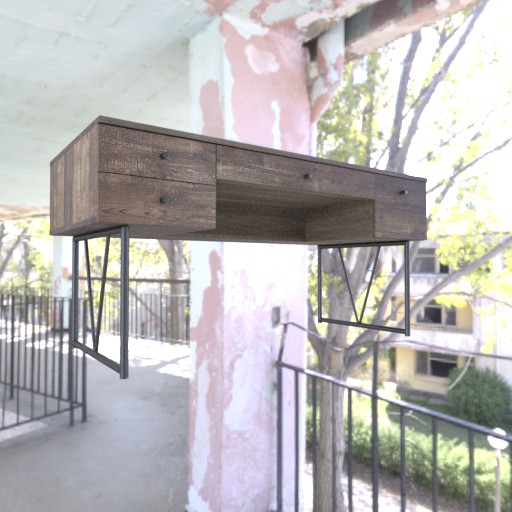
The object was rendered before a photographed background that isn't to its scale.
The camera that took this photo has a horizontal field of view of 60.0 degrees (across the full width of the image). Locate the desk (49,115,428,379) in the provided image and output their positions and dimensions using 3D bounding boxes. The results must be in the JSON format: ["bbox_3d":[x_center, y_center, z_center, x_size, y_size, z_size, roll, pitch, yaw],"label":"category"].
[{"bbox_3d":[0.000,0.000,2.014,1.600,0.780,0.730,1,-2,-35],"label":"desk"}]
